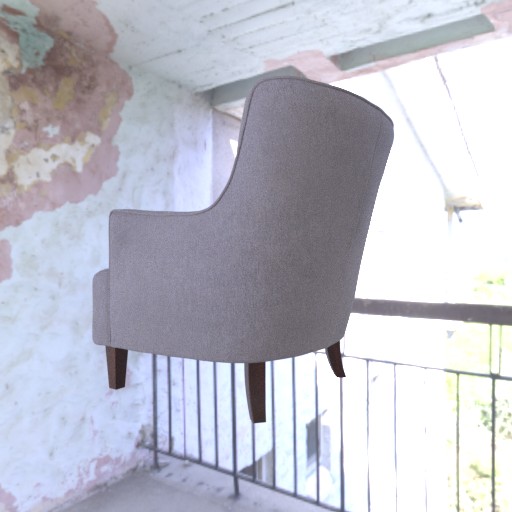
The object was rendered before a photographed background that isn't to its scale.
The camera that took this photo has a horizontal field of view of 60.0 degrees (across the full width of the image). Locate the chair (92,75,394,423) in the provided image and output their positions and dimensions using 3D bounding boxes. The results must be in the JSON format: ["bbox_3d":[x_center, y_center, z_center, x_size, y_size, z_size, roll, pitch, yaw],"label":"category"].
[{"bbox_3d":[0.000,0.000,1.580,0.910,0.919,0.781,0,0,35],"label":"chair"}]
